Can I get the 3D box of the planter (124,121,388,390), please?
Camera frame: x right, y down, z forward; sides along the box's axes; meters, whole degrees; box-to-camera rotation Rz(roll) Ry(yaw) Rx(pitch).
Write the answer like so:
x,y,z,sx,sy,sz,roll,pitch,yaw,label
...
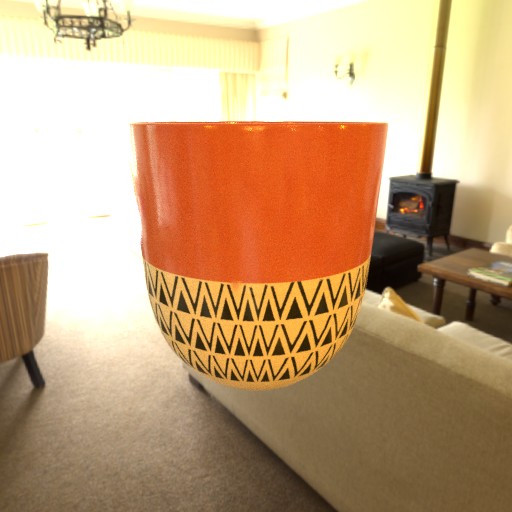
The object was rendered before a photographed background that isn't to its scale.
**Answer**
x,y,z,sx,sy,sz,roll,pitch,yaw,label
0.000,0.000,0.370,0.195,0.214,0.195,0,17,0,planter
